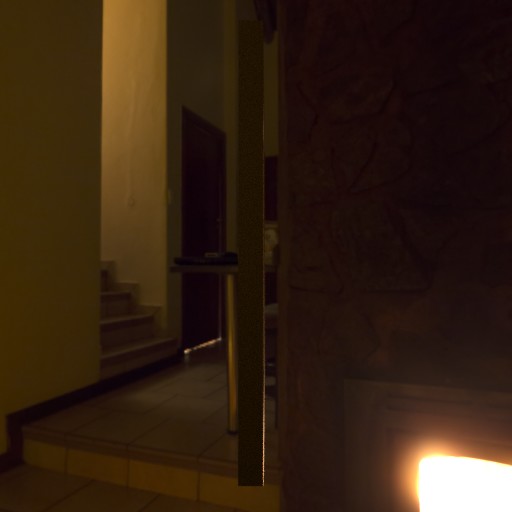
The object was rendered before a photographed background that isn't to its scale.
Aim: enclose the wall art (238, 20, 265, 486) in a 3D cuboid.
[{"bbox_3d":[0.000,0.000,0.742,0.028,0.511,0.513,0,-1,1],"label":"wall art"}]
